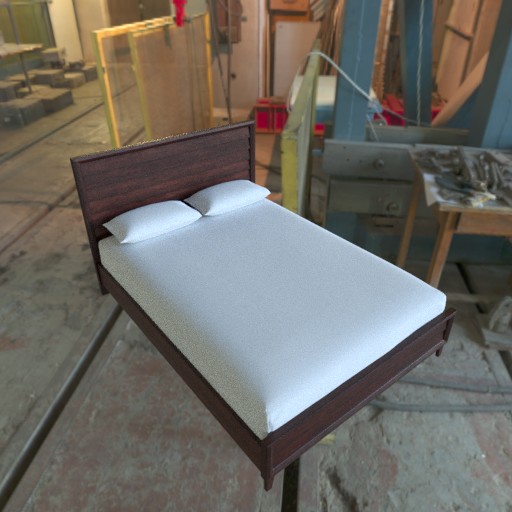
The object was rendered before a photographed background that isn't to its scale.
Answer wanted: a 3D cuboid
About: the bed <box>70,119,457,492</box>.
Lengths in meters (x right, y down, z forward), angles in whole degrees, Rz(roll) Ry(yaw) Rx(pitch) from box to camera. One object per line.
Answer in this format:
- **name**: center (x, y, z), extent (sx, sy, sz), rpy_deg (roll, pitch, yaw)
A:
- **bed**: center (0.000, 0.000, 3.934), extent (2.040, 1.492, 2.803), rpy_deg (-23, 39, -32)
